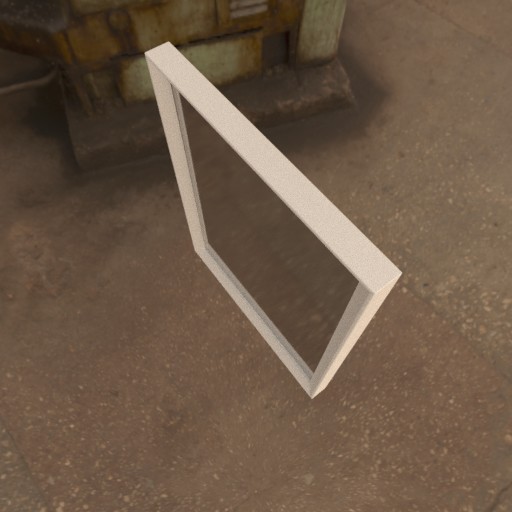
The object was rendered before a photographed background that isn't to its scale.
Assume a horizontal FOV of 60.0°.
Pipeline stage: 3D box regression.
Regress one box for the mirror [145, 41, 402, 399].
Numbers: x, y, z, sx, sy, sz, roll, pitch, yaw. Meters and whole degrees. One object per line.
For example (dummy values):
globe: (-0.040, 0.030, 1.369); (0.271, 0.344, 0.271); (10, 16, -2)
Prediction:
mirror: (0.000, 0.000, 0.702); (0.041, 0.509, 0.406); (-34, 67, -16)
